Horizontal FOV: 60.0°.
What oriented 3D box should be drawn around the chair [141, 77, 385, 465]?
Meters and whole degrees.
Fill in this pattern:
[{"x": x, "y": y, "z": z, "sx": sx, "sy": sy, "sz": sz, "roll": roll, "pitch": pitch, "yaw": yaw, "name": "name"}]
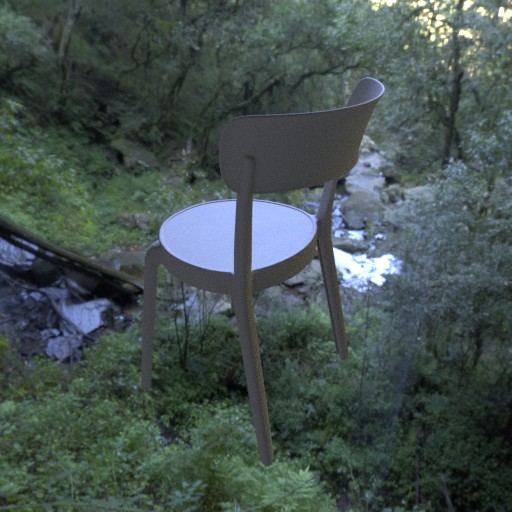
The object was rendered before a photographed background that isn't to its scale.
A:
[{"x": 0.000, "y": 0.000, "z": 1.087, "sx": 0.491, "sy": 0.790, "sz": 0.506, "roll": 19, "pitch": 35, "yaw": 29, "name": "chair"}]
